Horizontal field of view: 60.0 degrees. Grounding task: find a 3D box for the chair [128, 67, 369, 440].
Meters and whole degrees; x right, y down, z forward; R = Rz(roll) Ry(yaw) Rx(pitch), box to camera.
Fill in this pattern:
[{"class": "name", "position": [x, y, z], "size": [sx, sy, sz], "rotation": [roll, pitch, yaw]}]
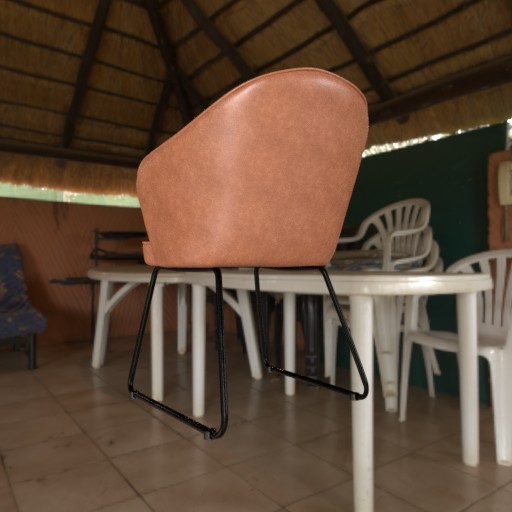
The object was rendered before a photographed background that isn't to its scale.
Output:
[{"class": "chair", "position": [0.000, 0.000, 1.186], "size": [0.582, 0.785, 0.580], "rotation": [0, -1, -37]}]
